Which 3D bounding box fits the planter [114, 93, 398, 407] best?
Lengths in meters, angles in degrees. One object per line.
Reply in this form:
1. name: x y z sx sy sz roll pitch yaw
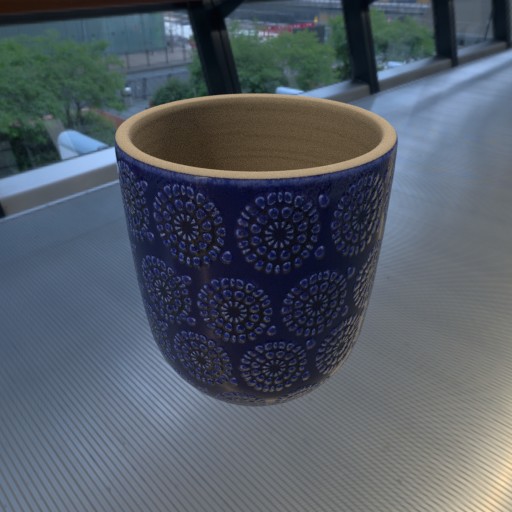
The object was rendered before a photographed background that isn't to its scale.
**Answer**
1. planter: 0.000 0.000 0.347 0.184 0.206 0.184 0 32 0
